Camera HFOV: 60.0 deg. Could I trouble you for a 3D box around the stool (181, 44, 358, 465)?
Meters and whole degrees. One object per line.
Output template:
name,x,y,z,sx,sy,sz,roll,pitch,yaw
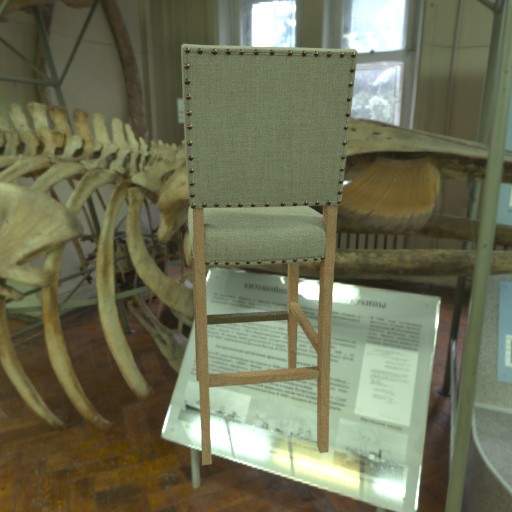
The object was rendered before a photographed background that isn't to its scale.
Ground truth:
stool,0.000,0.000,1.488,0.445,1.203,0.585,-2,15,-8
